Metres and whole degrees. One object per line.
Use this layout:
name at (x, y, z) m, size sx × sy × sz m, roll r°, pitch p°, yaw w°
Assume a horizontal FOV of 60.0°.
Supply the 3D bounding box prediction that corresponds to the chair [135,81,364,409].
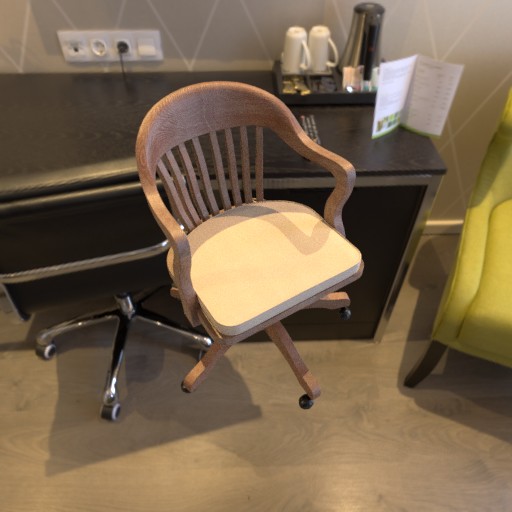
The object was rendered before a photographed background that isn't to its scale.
chair at (0.000, 0.000, 1.497) m, size 0.750 × 0.878 × 0.788 m, roll -24°, pitch 51°, yaw -21°
